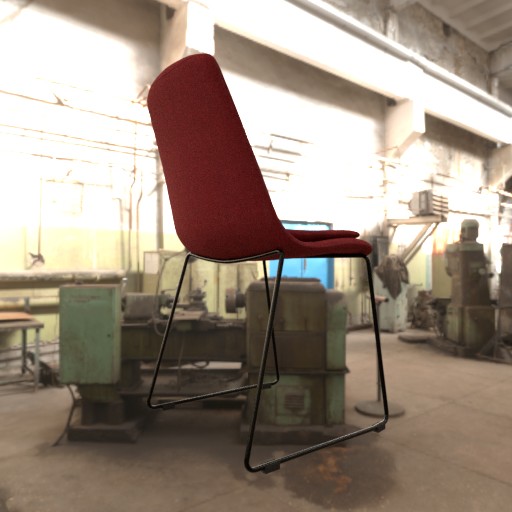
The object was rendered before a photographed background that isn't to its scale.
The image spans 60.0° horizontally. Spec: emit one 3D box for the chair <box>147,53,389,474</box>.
[{"bbox_3d":[0.000,0.000,1.154,0.518,0.858,0.479,1,-1,-37],"label":"chair"}]
